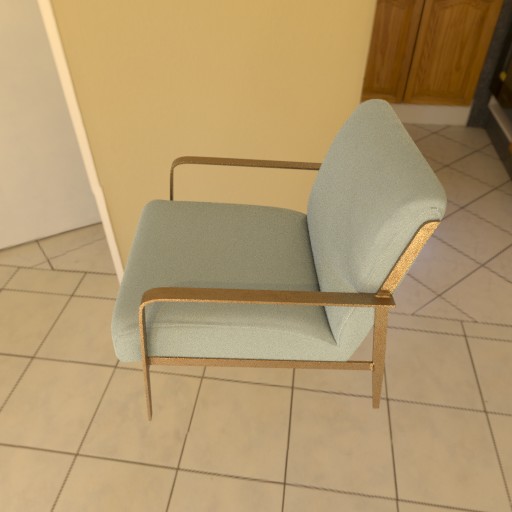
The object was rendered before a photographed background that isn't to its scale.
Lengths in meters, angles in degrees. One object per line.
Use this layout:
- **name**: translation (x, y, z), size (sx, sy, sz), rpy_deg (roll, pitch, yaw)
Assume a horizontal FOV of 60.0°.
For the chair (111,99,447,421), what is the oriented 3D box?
- **chair**: translation (0.000, 0.000, 1.442), size (0.842, 0.824, 0.701), rpy_deg (-1, 41, -1)
